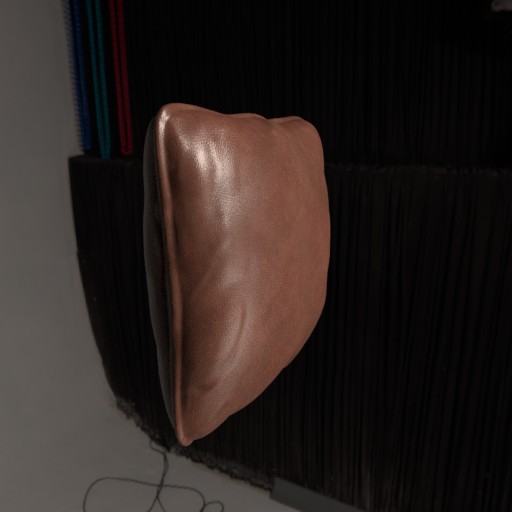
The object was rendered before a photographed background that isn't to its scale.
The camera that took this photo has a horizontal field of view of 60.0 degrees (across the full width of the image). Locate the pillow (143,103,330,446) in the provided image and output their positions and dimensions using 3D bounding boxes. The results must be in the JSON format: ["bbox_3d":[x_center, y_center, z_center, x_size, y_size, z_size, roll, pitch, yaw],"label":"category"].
[{"bbox_3d":[0.000,0.000,0.843,0.236,0.523,0.532,8,17,27],"label":"pillow"}]
